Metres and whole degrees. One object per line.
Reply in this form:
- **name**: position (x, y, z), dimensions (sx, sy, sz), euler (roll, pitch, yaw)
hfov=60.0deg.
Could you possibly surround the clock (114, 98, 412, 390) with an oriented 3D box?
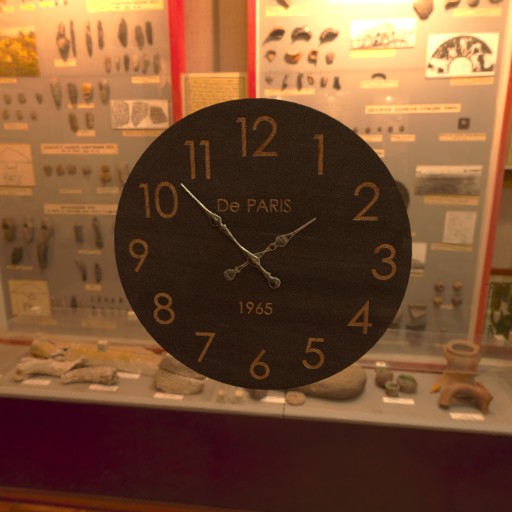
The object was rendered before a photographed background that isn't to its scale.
- **clock**: position (0.000, 0.000, 0.884), dimensions (0.595, 0.595, 0.029), euler (2, 15, 9)
